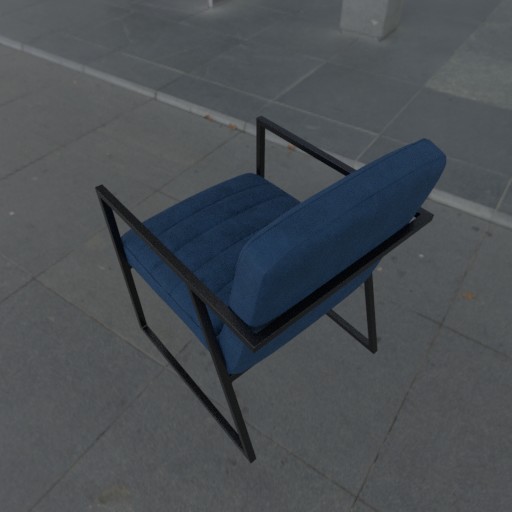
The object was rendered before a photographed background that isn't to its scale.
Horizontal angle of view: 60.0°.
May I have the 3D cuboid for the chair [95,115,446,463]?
[{"bbox_3d":[0.000,0.000,1.253,0.571,0.833,0.677,-31,54,-27],"label":"chair"}]
